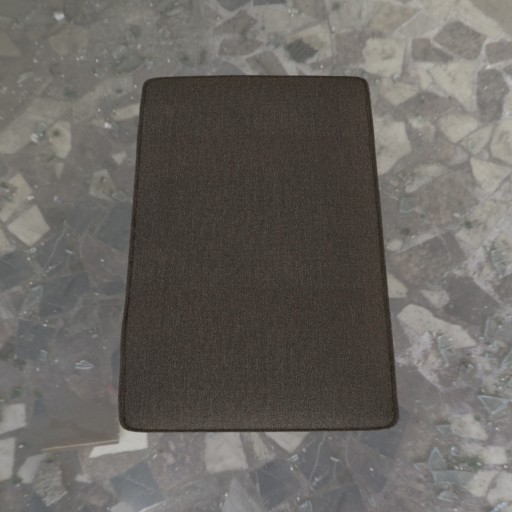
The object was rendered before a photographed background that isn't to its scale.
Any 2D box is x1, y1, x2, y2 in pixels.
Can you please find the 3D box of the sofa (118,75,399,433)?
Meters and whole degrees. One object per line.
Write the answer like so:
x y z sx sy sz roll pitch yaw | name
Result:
0.000 0.000 1.194 0.578 0.457 0.854 0 74 0 | sofa
